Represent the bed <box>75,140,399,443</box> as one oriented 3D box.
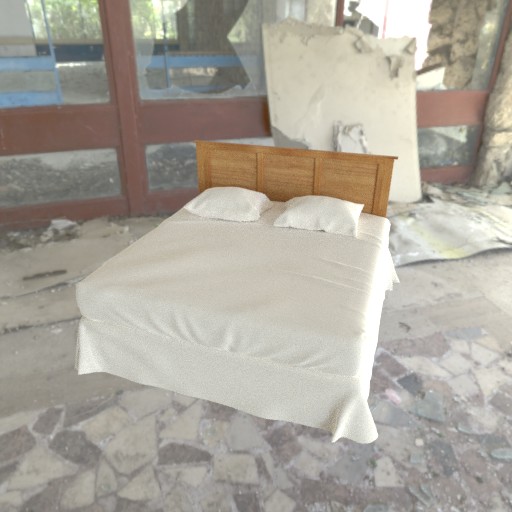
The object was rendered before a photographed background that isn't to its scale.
[{"bbox_3d":[0.000,0.000,3.612,2.317,1.270,2.215,9,29,17],"label":"bed"}]
